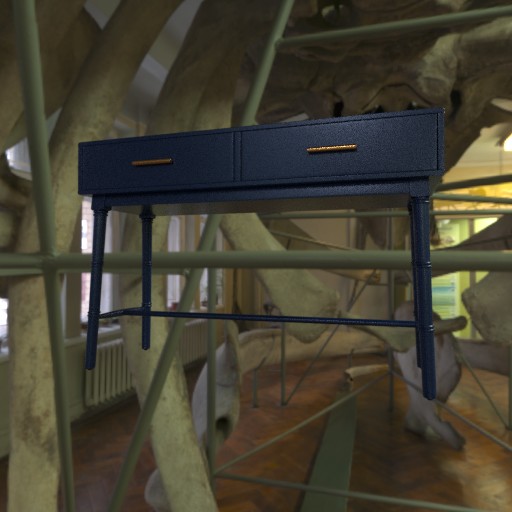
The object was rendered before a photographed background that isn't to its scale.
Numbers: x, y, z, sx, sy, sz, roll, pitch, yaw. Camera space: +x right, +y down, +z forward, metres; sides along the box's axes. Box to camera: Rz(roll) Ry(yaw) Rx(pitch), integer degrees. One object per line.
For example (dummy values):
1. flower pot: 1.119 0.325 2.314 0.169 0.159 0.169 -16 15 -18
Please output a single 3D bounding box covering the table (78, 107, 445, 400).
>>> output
1. table: 0.000 0.000 1.460 1.118 0.749 0.399 0 -1 18
